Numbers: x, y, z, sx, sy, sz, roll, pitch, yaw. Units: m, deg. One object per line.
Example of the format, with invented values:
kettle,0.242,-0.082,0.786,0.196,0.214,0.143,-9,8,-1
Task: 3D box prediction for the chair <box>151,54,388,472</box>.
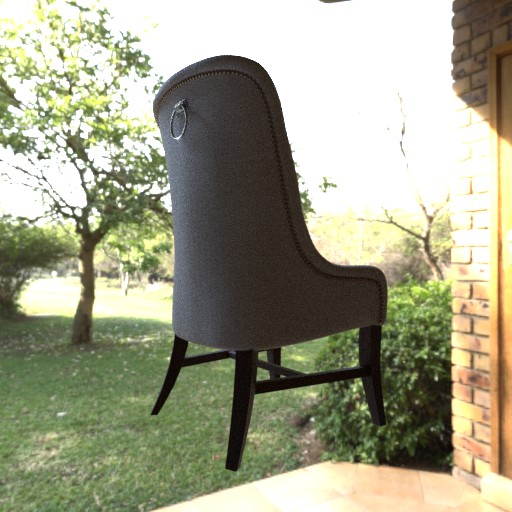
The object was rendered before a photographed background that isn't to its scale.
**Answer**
chair,0.000,0.000,1.485,0.629,1.091,0.634,0,-1,-36
